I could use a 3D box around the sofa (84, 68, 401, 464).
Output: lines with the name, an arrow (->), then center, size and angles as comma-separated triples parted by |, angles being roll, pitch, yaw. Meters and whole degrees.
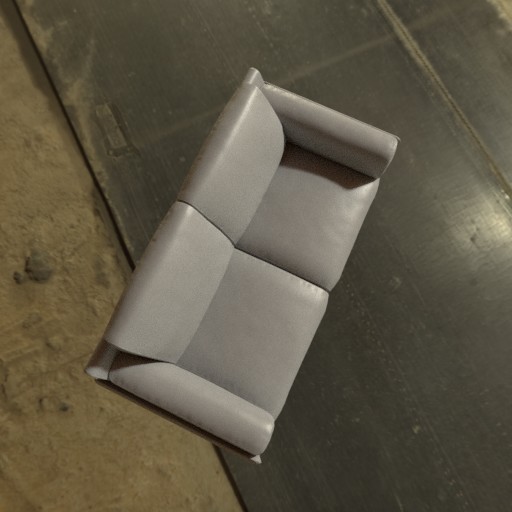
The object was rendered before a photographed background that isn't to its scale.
sofa -> 0.000, 0.000, 2.707 | 1.049, 0.930, 2.101 | 25, 78, 6
